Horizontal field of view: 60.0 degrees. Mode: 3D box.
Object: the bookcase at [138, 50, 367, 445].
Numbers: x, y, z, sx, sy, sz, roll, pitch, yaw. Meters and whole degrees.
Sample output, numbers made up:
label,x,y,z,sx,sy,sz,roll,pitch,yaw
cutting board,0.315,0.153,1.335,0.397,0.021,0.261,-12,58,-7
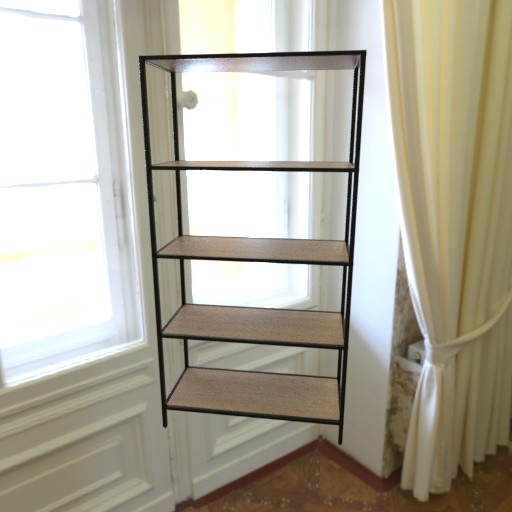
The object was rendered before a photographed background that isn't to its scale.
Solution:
label,x,y,z,sx,sy,sz,roll,pitch,yaw
bookcase,0.000,0.000,1.843,0.770,1.500,0.350,2,16,8
